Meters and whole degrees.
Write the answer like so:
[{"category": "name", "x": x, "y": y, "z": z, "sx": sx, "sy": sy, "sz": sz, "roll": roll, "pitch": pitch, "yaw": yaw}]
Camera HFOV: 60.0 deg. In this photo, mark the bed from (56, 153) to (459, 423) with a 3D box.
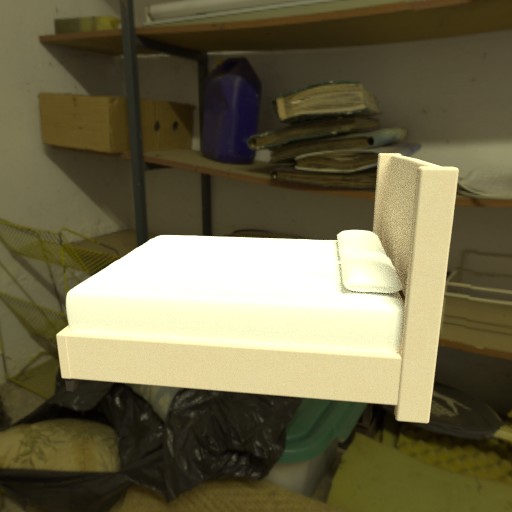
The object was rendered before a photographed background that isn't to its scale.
[{"category": "bed", "x": 0.000, "y": 0.000, "z": 3.385, "sx": 2.293, "sy": 1.471, "sz": 1.778, "roll": 2, "pitch": 15, "yaw": 8}]
